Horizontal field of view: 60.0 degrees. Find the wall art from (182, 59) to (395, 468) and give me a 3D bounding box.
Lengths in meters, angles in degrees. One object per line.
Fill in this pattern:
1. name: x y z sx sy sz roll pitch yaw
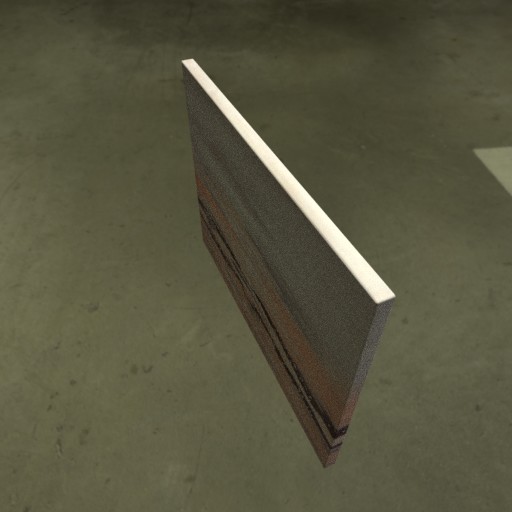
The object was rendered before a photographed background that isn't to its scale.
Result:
1. wall art: 0.000 0.000 1.302 0.038 0.763 1.015 -18 49 -17
